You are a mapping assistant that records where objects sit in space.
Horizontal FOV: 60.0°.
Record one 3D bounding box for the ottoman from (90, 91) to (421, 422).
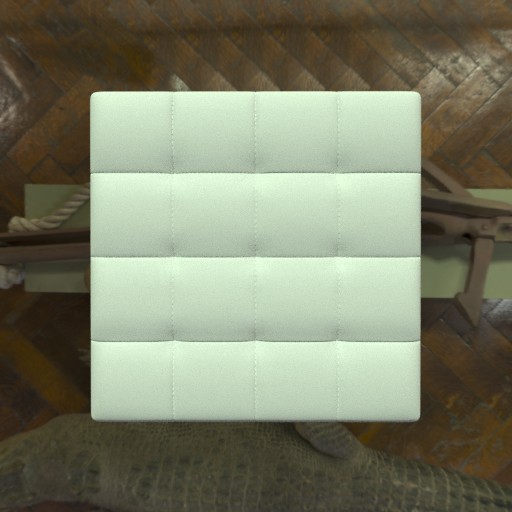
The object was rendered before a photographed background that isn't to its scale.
[{"bbox_3d":[0.000,0.000,0.763,0.425,0.432,0.425,0,90,0],"label":"ottoman"}]
